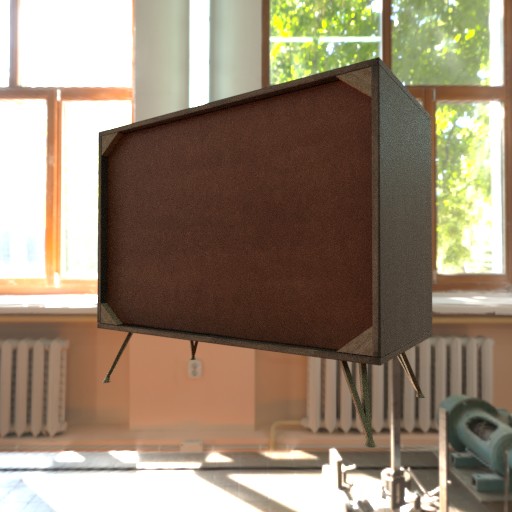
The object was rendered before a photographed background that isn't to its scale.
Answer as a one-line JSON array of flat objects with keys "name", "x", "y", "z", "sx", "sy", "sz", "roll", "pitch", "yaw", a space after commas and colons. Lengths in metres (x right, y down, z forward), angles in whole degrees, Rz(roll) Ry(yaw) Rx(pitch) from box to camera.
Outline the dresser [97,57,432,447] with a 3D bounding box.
[{"name": "dresser", "x": 0.000, "y": 0.000, "z": 1.350, "sx": 0.923, "sy": 0.801, "sz": 0.453, "roll": -1, "pitch": -1, "yaw": 34}]
